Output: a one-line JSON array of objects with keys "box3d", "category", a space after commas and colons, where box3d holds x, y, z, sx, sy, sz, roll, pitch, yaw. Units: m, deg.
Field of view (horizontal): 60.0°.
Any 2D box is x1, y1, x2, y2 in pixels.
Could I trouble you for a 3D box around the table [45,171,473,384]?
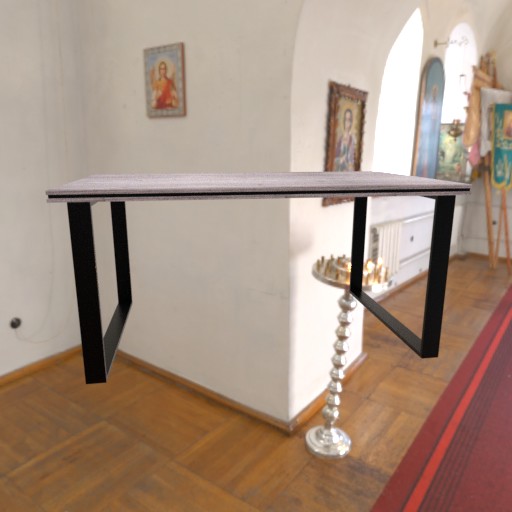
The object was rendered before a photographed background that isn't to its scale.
[{"box3d": [0.000, 0.000, 2.130, 1.579, 0.736, 0.881, -2, 14, -8], "category": "table"}]
